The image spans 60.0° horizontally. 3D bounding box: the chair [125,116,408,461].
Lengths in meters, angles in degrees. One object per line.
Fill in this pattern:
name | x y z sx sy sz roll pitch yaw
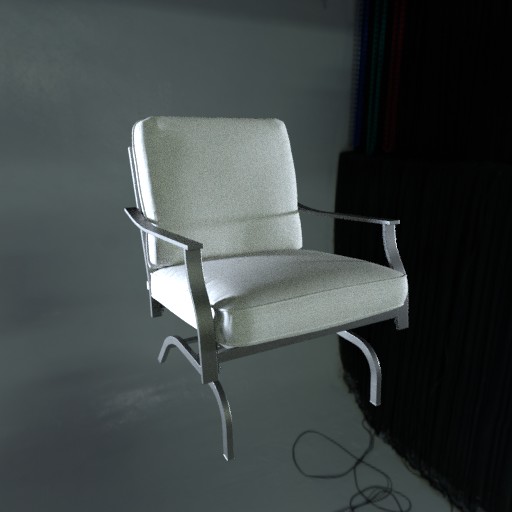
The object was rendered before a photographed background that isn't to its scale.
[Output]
chair | 0.000 0.000 1.406 0.650 0.860 0.787 -8 17 -28
